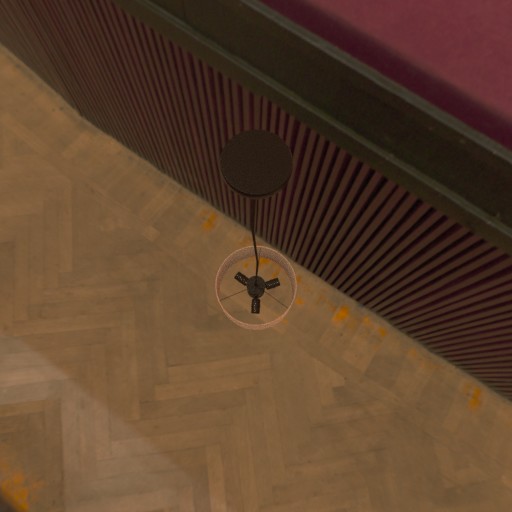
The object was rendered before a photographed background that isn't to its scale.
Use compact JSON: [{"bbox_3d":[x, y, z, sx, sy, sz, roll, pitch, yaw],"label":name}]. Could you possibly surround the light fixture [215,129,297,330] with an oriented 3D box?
[{"bbox_3d":[0.000,0.000,1.648,0.399,1.516,0.399,0,75,0],"label":"light fixture"}]
